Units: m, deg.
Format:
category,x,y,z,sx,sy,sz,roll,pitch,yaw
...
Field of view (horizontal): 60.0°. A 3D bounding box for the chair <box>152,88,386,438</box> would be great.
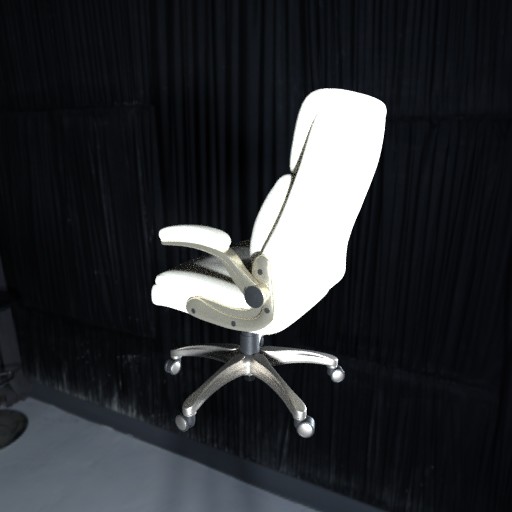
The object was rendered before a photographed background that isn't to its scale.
category,x,y,z,sx,sy,sz,roll,pitch,yaw
chair,0.000,0.000,1.642,0.794,1.110,0.740,8,17,26
